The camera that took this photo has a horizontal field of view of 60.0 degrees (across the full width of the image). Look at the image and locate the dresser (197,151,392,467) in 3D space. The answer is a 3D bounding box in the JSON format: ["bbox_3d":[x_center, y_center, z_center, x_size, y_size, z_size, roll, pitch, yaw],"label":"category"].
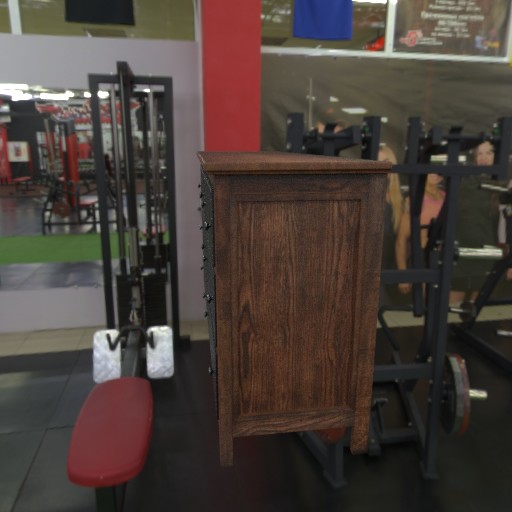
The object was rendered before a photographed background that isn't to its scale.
[{"bbox_3d":[0.000,0.000,1.910,0.463,0.856,1.551,-2,14,-8],"label":"dresser"}]
